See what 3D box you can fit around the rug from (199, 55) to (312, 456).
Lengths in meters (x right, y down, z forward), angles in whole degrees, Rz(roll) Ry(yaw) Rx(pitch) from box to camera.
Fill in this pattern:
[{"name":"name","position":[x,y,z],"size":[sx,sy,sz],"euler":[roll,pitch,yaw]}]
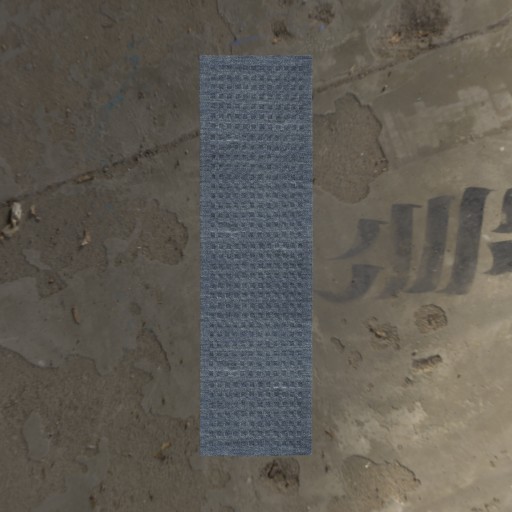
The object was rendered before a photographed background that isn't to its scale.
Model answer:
[{"name":"rug","position":[0.000,0.000,2.700],"size":[0.688,0.008,2.443],"euler":[0,90,0]}]
